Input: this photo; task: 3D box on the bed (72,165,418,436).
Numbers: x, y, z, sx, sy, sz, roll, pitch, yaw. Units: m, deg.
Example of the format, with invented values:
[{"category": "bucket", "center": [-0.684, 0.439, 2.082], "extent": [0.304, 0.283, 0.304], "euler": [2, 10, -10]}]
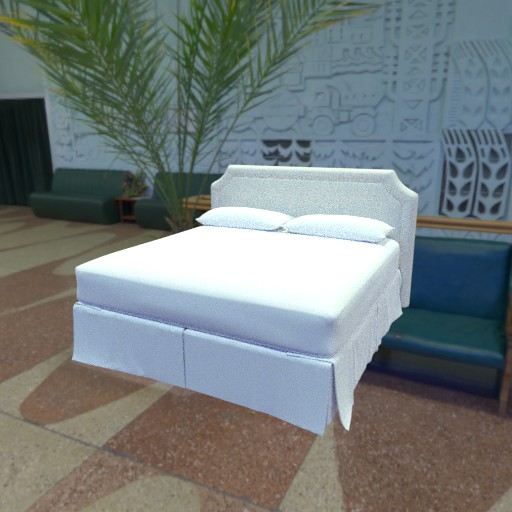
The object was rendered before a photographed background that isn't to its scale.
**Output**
[{"category": "bed", "center": [0.000, 0.000, 3.599], "extent": [2.160, 1.301, 2.204], "euler": [8, 17, 26]}]
